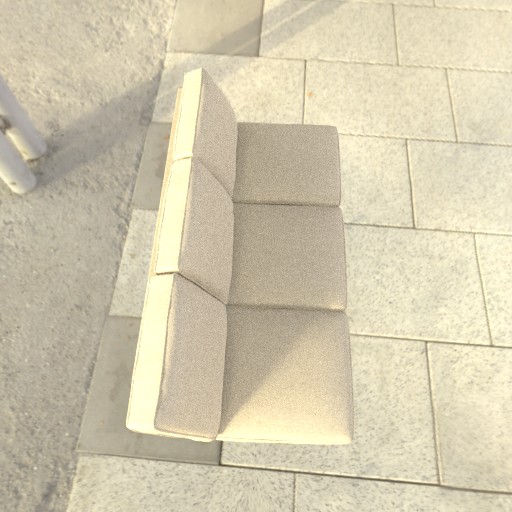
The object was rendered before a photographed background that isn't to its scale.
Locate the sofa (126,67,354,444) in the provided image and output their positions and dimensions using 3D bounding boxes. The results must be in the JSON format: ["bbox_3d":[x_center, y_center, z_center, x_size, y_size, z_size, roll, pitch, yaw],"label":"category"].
[{"bbox_3d":[0.000,0.000,2.508,1.027,0.973,1.962,2,64,1],"label":"sofa"}]
